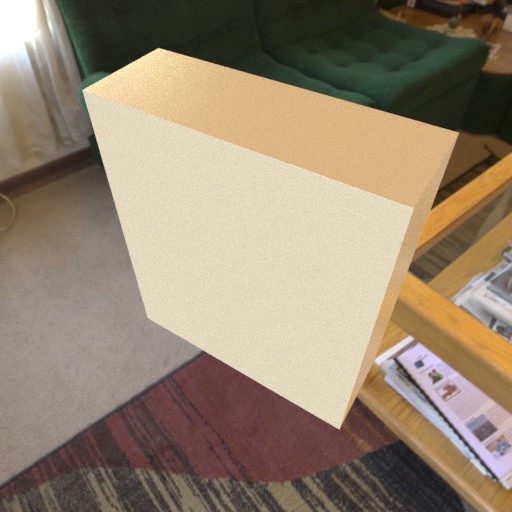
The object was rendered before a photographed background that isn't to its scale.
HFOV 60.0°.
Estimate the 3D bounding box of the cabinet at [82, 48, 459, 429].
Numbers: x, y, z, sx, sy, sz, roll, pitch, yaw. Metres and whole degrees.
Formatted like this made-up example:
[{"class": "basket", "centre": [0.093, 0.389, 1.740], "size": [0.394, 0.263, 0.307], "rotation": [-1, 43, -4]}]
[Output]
[{"class": "cabinet", "centre": [0.000, 0.000, 1.613], "size": [0.990, 1.150, 0.348], "rotation": [25, 51, 22]}]
